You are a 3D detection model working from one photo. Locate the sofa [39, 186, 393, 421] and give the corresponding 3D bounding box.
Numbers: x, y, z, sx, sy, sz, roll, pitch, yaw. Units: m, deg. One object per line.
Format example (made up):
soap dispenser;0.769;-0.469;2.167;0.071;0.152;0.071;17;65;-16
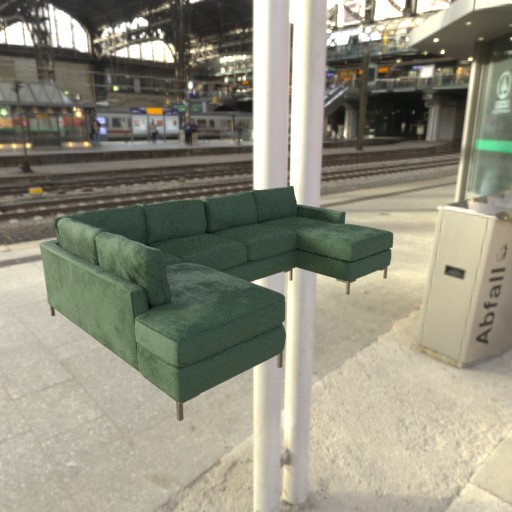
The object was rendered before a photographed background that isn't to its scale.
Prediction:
sofa;0.000;0.000;3.868;2.994;0.861;1.992;-15;22;-42
